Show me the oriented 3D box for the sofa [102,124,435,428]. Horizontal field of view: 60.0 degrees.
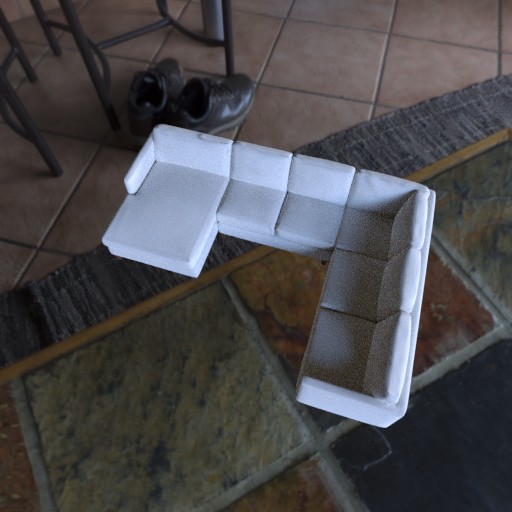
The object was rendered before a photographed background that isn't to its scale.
[{"bbox_3d":[0.000,0.000,4.817,3.459,0.956,2.593,15,60,9],"label":"sofa"}]
